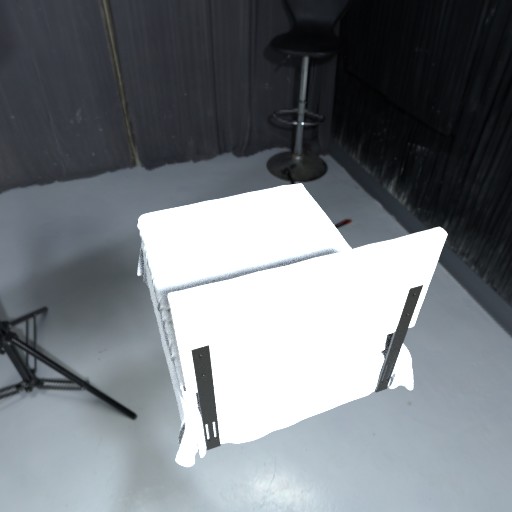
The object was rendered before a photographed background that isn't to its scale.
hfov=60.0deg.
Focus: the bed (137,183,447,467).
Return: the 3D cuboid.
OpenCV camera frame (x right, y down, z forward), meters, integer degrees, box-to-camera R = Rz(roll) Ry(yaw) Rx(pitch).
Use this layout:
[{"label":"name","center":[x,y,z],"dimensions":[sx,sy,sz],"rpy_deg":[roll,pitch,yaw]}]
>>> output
[{"label":"bed","center":[0.000,0.000,3.579],"dimensions":[1.936,1.577,2.222],"rpy_deg":[-13,43,-15]}]
